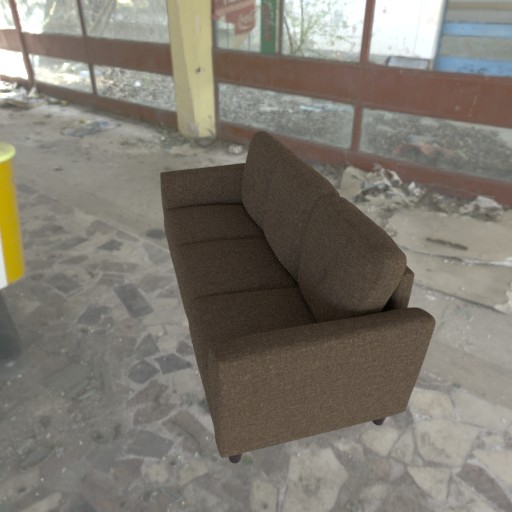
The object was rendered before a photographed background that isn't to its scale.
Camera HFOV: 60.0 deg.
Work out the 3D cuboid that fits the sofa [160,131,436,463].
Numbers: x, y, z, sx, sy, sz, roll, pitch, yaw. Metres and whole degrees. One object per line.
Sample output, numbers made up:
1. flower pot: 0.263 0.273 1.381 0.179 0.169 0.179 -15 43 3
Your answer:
1. sofa: 0.000 0.000 2.353 0.837 0.891 1.847 -8 32 -14
